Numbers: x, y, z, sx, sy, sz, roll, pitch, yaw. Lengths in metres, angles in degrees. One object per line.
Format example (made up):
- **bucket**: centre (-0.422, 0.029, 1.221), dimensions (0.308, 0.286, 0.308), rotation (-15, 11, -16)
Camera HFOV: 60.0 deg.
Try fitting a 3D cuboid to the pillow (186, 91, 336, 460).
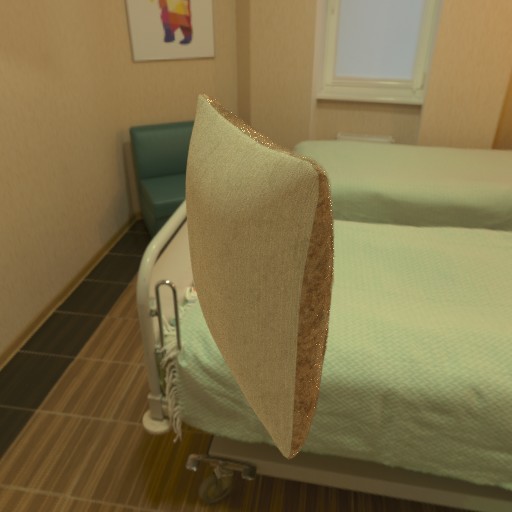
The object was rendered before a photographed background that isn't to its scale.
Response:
- **pillow**: centre (0.000, 0.000, 0.845), dimensions (0.216, 0.525, 0.538), rotation (-10, 31, -17)
